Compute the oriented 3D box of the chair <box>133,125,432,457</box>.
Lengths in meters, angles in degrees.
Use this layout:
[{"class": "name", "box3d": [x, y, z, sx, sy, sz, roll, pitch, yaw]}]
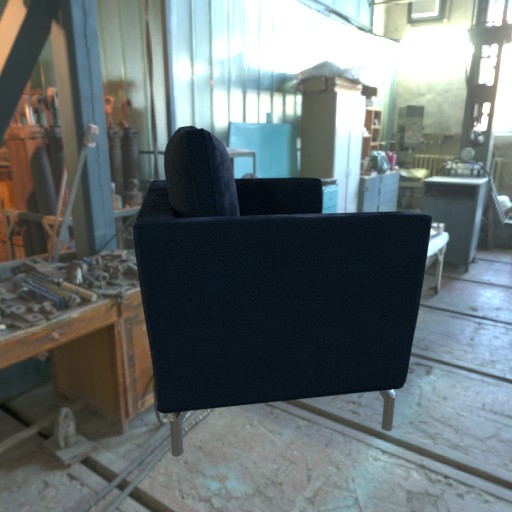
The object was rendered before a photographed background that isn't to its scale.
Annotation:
[{"class": "chair", "box3d": [0.000, 0.000, 1.571, 0.746, 0.893, 0.977, -3, 16, -10]}]
